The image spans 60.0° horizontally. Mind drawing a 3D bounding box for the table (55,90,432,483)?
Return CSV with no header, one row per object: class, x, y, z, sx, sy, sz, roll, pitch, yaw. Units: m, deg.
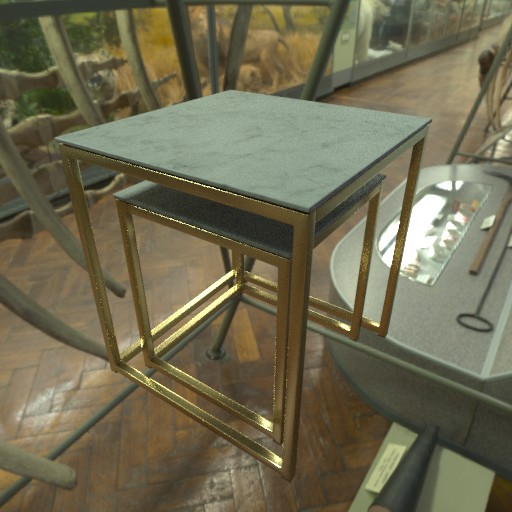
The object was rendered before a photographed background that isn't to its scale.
table,0.000,0.000,0.865,0.450,0.500,0.450,20,37,29
